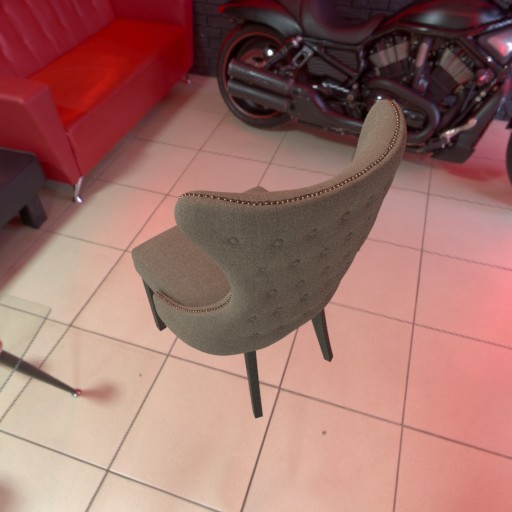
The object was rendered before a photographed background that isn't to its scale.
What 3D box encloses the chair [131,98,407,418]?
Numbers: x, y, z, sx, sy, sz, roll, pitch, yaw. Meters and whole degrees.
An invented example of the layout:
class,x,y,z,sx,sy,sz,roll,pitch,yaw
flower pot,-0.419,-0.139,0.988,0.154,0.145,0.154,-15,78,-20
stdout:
class,x,y,z,sx,sy,sz,roll,pitch,yaw
chair,0.000,0.000,1.347,0.628,0.967,0.635,-31,54,-26
